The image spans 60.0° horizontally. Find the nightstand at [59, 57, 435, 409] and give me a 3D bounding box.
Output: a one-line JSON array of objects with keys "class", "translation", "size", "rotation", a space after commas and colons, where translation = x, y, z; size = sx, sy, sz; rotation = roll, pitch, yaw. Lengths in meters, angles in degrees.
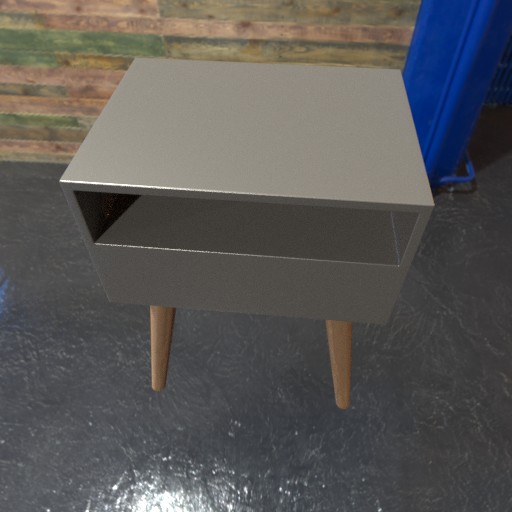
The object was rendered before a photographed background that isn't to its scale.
[{"class": "nightstand", "translation": [0.000, 0.000, 0.717], "size": [0.370, 0.508, 0.288], "rotation": [4, 49, 4]}]
